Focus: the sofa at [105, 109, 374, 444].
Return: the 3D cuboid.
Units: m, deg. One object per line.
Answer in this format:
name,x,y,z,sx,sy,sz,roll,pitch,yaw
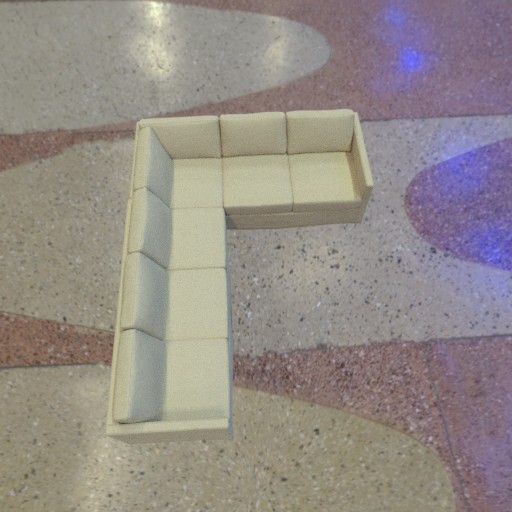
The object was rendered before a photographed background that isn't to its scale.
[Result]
sofa,0.000,0.000,4.277,2.432,0.871,3.182,-3,62,-2
